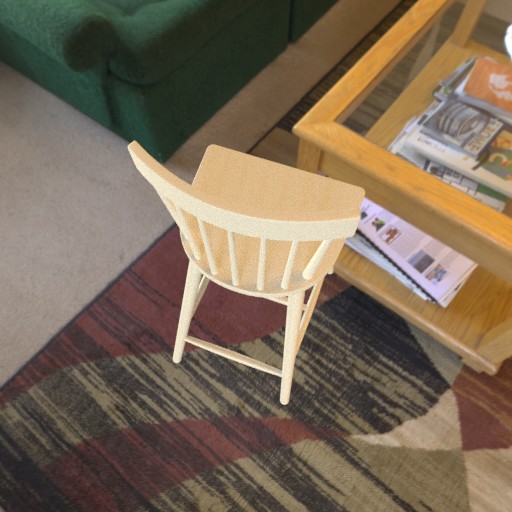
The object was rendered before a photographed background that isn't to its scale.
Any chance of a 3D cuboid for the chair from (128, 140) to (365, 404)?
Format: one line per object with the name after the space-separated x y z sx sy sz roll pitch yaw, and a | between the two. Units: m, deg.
0.000 0.000 1.294 0.483 0.952 0.572 18 64 9 | chair
